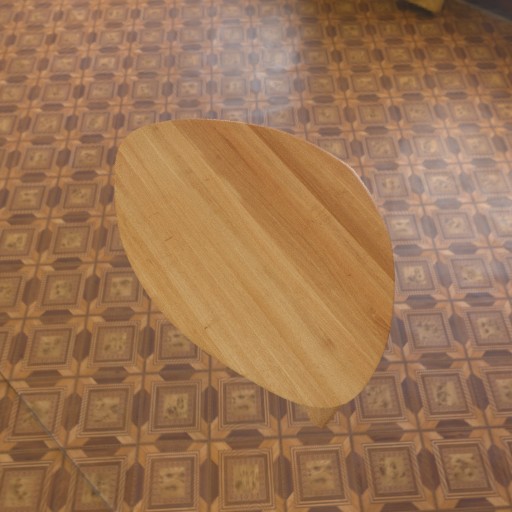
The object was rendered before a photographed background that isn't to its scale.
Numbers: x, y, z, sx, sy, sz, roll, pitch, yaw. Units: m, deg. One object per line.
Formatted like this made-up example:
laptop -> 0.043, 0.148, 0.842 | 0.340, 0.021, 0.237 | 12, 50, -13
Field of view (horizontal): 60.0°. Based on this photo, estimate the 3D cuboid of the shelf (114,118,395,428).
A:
shelf -> 0.000, 0.000, 1.670 | 0.845, 0.440, 1.246 | -31, 64, -17
